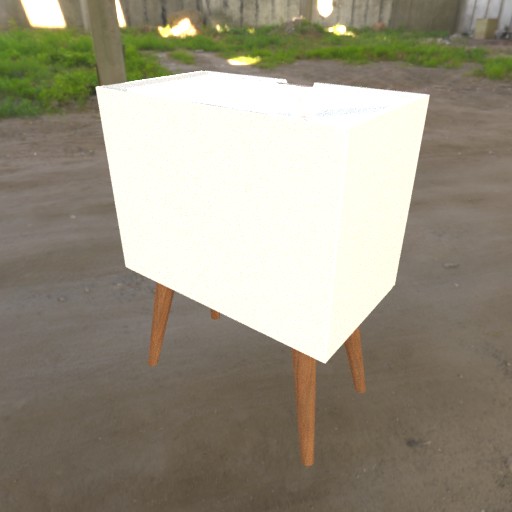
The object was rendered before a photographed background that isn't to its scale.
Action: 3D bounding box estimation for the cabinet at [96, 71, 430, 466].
[{"bbox_3d":[0.000,0.000,1.088,0.591,0.772,0.344,21,35,32],"label":"cabinet"}]
